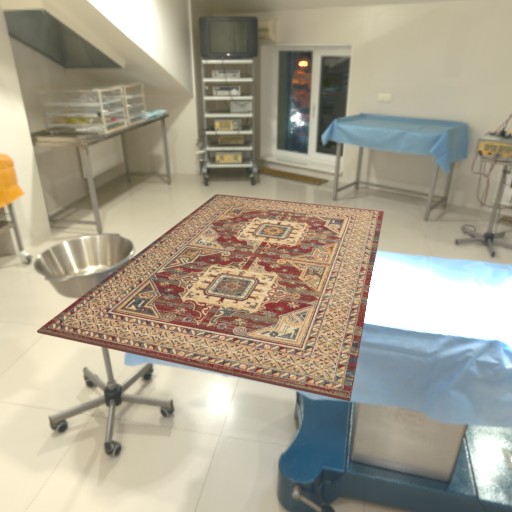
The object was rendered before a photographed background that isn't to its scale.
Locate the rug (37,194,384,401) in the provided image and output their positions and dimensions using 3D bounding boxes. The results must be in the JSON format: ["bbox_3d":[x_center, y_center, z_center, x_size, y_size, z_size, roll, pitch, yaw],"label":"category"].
[{"bbox_3d":[0.000,0.000,5.883,3.033,0.033,4.578,8,27,16],"label":"rug"}]
